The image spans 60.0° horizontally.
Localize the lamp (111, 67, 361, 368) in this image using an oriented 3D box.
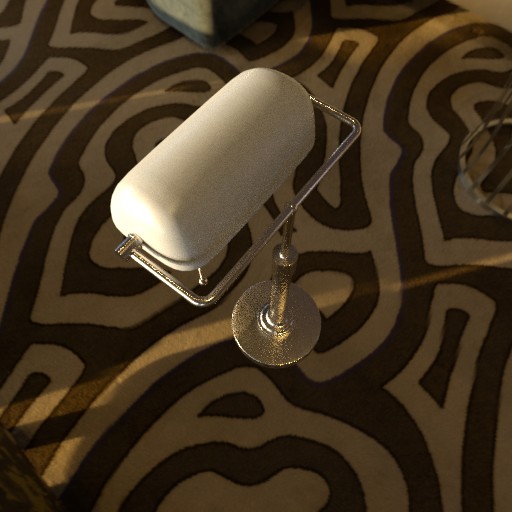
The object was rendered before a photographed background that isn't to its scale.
[{"bbox_3d":[0.000,0.000,0.563,0.227,0.404,0.269,34,68,16],"label":"lamp"}]
